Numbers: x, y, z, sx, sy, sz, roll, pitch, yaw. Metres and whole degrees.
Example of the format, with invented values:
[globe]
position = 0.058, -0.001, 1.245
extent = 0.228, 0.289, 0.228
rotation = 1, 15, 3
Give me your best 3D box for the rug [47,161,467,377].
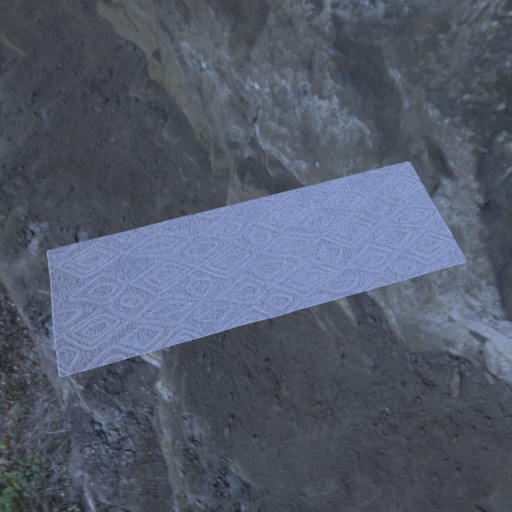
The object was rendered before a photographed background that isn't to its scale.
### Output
[rug]
position = 0.000, 0.000, 2.693
extent = 2.436, 0.013, 0.807
rotation = -15, 64, -8
